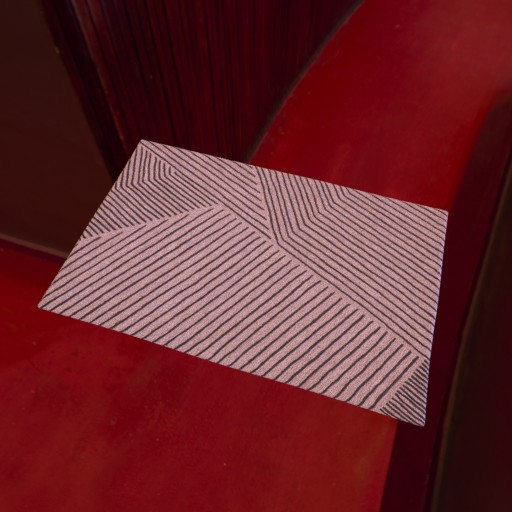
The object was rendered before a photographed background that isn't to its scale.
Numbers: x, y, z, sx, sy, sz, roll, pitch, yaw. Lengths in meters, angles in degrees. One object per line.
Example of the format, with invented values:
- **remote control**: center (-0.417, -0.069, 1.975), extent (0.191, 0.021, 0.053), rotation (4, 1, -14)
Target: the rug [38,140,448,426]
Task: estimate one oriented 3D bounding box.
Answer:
- **rug**: center (0.000, 0.000, 2.981), extent (2.406, 0.023, 1.539), rotation (15, 60, 9)
